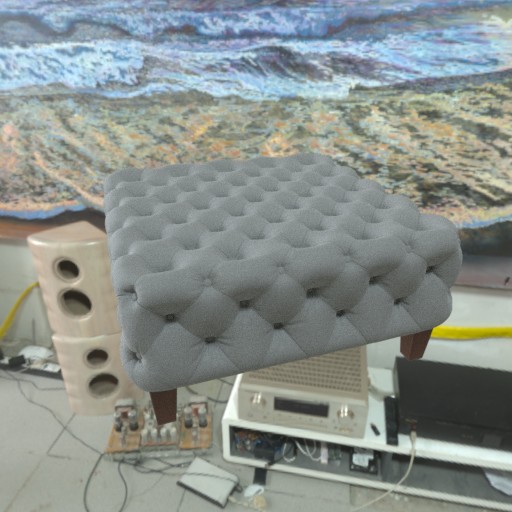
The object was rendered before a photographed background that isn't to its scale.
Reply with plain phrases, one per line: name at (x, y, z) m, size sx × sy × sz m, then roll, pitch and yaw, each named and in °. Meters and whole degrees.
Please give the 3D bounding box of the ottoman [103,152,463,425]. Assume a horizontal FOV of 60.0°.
ottoman at (0.000, 0.000, 1.452) m, size 0.911 × 0.439 × 0.917 m, roll -9°, pitch 28°, yaw -17°
